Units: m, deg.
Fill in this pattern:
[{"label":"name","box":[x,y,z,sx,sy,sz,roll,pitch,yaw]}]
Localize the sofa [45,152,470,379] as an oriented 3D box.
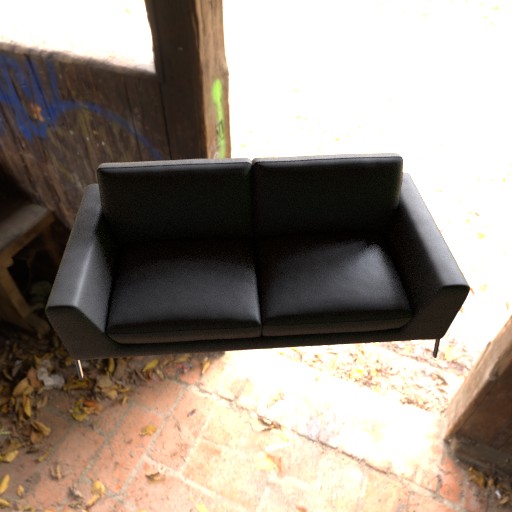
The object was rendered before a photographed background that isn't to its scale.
[{"label":"sofa","box":[0.000,0.000,2.502,2.017,0.875,0.953,-3,46,-3]}]
